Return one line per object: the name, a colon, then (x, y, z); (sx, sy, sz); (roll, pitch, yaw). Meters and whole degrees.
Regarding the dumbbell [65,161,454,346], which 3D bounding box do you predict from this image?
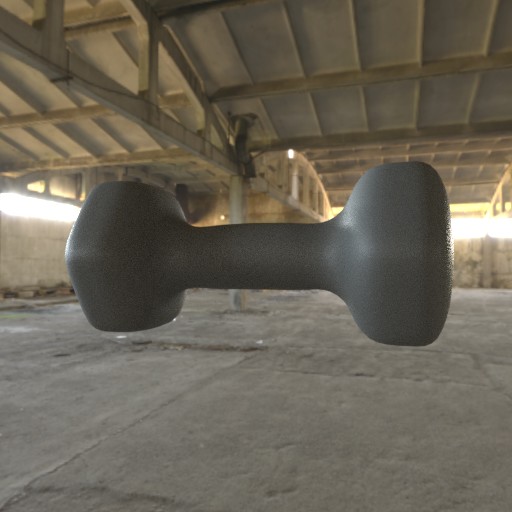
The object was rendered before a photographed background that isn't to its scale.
dumbbell: (0.000, 0.000, 0.228); (0.184, 0.081, 0.090); (-1, -2, 18)
